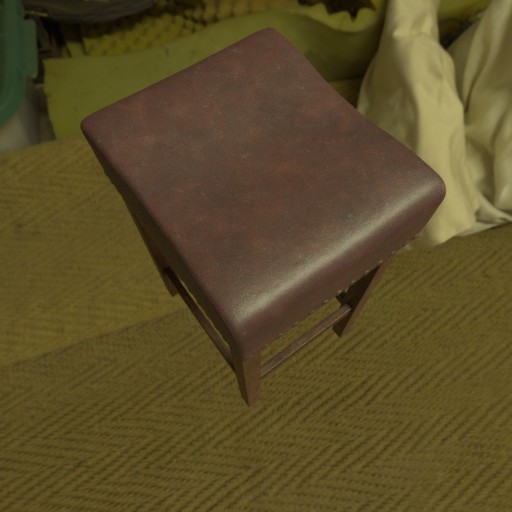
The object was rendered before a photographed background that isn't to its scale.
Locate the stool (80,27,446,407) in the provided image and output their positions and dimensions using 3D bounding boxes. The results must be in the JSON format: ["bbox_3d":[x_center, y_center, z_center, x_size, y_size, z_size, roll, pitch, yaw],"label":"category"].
[{"bbox_3d":[0.000,0.000,1.029,0.401,0.769,0.465,-33,68,-15],"label":"stool"}]
